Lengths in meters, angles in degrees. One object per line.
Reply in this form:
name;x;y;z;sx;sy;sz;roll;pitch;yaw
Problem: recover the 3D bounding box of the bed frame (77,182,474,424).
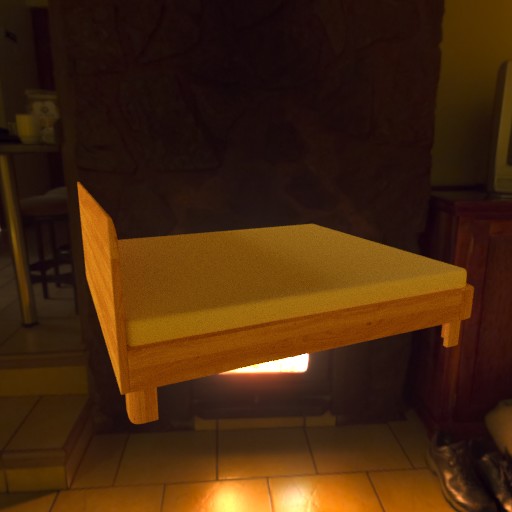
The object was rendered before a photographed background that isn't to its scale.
bed frame;0.000;0.000;3.031;2.092;0.940;1.872;-6;15;-24
